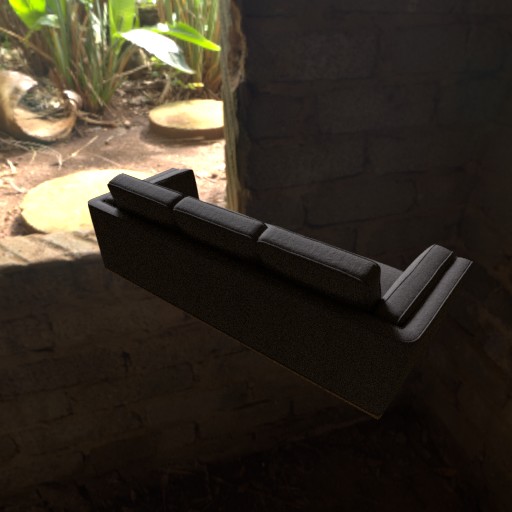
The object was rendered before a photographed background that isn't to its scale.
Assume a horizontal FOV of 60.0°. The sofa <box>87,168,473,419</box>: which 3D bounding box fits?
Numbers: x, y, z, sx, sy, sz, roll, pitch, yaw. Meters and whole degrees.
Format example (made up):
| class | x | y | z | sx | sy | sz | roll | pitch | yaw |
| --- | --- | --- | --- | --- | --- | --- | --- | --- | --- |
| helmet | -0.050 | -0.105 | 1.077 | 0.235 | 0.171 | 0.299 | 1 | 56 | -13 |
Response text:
| class | x | y | z | sx | sy | sz | roll | pitch | yaw |
| --- | --- | --- | --- | --- | --- | --- | --- | --- | --- |
| sofa | 0.000 | 0.000 | 2.868 | 2.362 | 0.899 | 0.903 | 22 | 38 | 32 |
